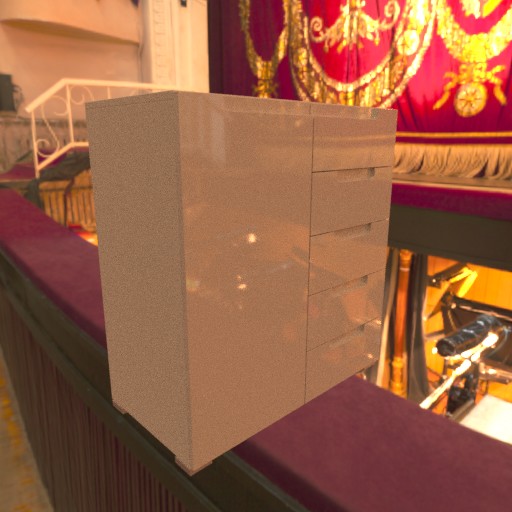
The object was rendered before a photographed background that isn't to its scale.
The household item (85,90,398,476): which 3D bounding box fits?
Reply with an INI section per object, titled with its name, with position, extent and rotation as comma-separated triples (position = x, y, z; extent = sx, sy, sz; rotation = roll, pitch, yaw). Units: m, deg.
[household item]
position = 0.000, 0.000, 1.353
extent = 0.800, 0.870, 0.420
rotation = -13, 20, -42
